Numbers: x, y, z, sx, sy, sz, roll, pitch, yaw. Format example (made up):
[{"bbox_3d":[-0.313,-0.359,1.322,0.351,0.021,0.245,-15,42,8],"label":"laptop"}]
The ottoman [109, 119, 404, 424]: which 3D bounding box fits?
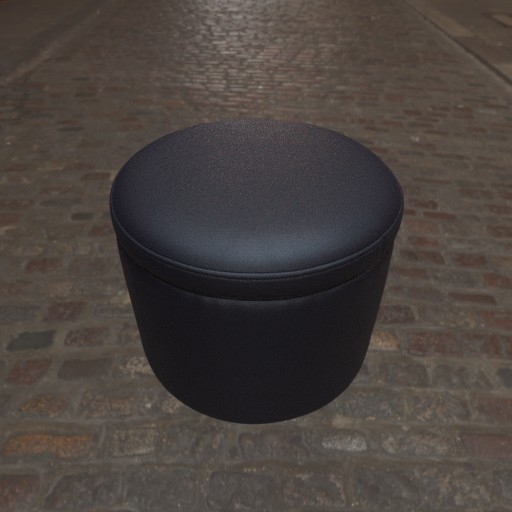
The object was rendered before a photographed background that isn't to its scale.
[{"bbox_3d":[0.000,0.000,0.876,0.501,0.409,0.501,0,40,0],"label":"ottoman"}]
